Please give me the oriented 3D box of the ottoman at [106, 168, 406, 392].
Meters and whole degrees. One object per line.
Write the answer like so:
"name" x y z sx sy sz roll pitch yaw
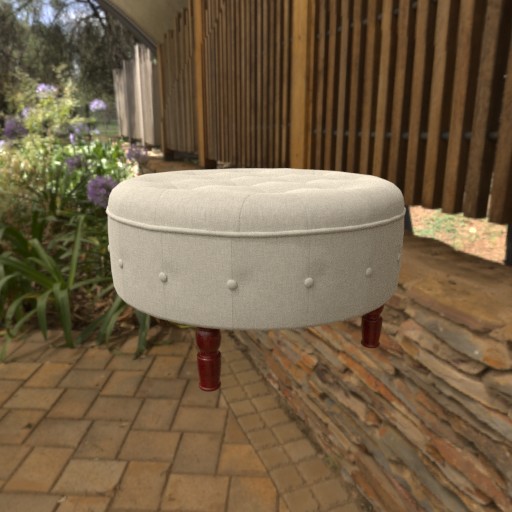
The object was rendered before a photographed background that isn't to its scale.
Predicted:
"ottoman" 0.000 0.000 1.363 0.850 0.483 0.850 0 15 0
